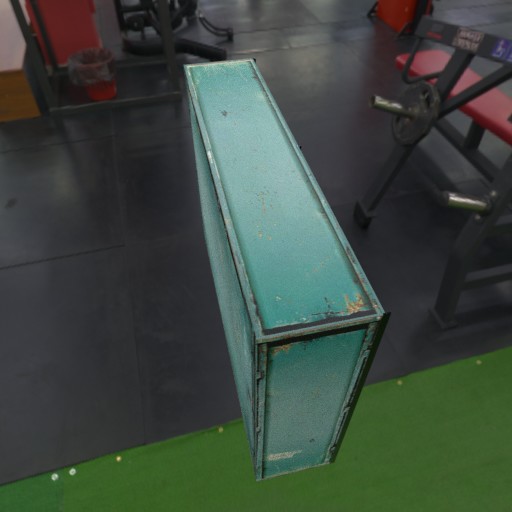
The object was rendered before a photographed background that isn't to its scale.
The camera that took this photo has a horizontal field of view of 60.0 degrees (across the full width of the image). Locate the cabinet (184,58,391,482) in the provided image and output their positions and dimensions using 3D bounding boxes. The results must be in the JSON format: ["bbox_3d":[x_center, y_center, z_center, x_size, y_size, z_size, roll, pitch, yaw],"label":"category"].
[{"bbox_3d":[0.000,0.000,3.908,0.680,2.160,3.001,-9,48,-9],"label":"cabinet"}]
